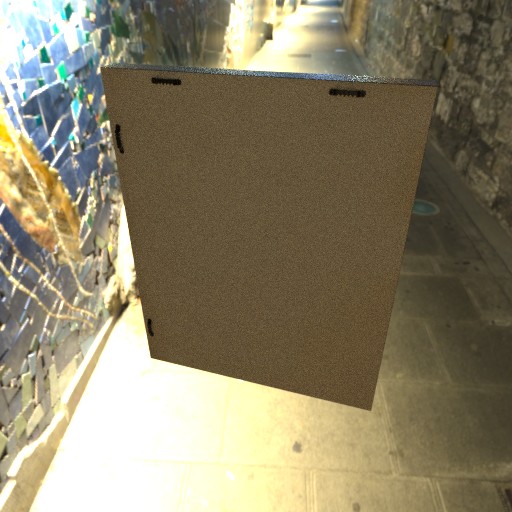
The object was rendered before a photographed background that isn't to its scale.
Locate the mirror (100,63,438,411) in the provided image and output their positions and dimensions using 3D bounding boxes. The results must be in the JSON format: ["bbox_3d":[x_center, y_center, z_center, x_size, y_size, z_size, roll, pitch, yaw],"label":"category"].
[{"bbox_3d":[0.000,0.000,0.657,0.405,0.508,0.041,9,33,15],"label":"mirror"}]
